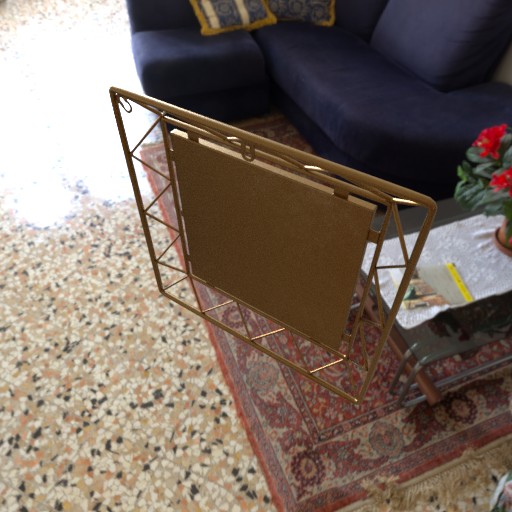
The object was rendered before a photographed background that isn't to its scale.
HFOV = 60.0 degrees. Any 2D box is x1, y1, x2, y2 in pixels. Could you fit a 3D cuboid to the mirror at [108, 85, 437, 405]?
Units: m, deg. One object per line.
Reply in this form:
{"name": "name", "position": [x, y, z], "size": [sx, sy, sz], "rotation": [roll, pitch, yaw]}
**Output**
{"name": "mirror", "position": [0.000, 0.000, 0.632], "size": [0.416, 0.414, 0.046], "rotation": [26, 52, 22]}
